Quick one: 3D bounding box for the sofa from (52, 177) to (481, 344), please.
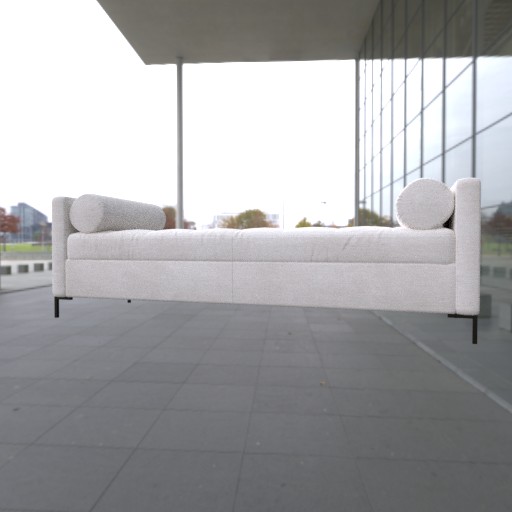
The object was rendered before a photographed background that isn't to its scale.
[{"bbox_3d":[0.000,0.000,2.273,1.981,0.635,0.686,0,1,18],"label":"sofa"}]
